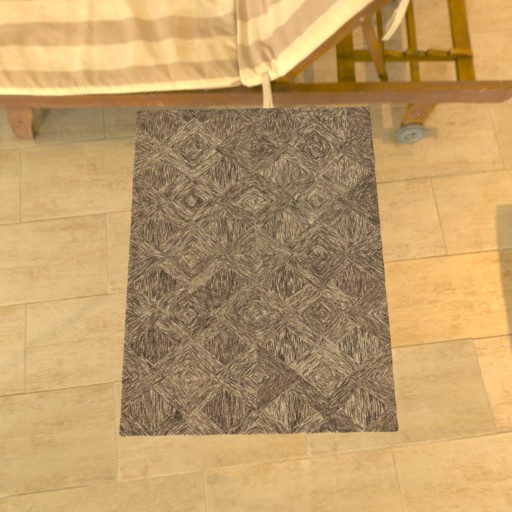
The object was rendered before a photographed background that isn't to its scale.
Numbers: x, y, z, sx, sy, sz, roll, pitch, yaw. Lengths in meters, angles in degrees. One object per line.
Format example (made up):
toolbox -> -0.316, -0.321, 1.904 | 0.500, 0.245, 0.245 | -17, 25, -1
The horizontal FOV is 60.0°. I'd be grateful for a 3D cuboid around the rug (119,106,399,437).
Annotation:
rug -> 0.000, 0.000, 4.251 | 2.448, 0.017, 3.204 | -1, 76, 0
